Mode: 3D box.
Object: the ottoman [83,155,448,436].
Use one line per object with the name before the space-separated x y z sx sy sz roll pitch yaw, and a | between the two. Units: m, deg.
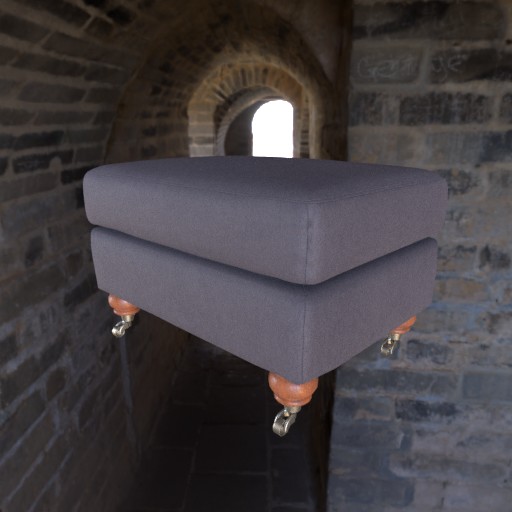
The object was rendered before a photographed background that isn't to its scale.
ottoman | 0.000 0.000 1.155 0.773 0.497 0.574 15 22 42
